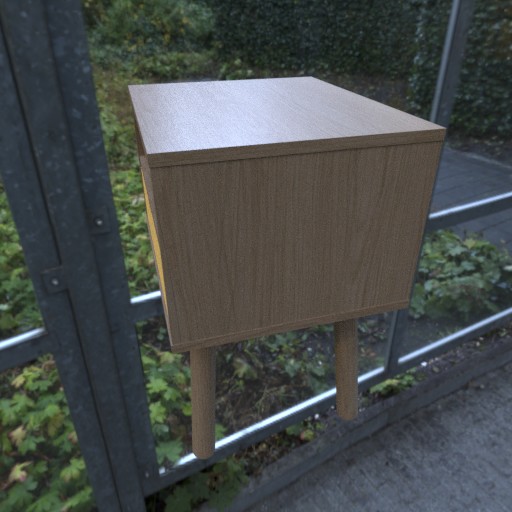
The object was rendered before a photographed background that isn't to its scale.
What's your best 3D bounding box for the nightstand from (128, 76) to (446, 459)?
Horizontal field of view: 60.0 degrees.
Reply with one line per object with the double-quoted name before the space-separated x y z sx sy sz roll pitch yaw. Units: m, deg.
"nightstand" 0.000 0.000 0.856 0.380 0.571 0.450 -9 31 -14
